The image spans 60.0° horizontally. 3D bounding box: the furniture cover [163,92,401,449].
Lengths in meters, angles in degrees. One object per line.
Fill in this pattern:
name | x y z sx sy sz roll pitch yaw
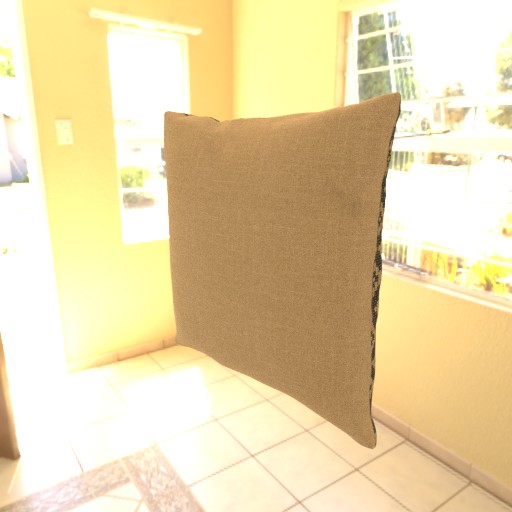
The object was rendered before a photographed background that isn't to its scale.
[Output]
furniture cover | 0.000 0.000 0.658 0.139 0.431 0.431 -14 21 -43
